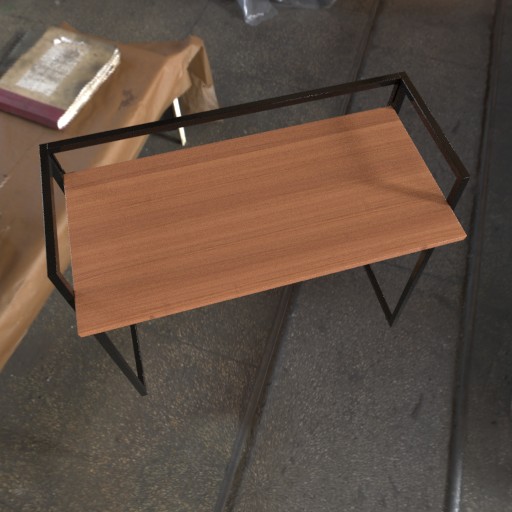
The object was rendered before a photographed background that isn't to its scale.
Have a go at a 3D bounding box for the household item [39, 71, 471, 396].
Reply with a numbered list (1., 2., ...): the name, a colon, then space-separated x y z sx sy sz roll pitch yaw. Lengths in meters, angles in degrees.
1. household item: 0.000 0.000 1.497 1.050 0.860 0.510 -14 63 -7
